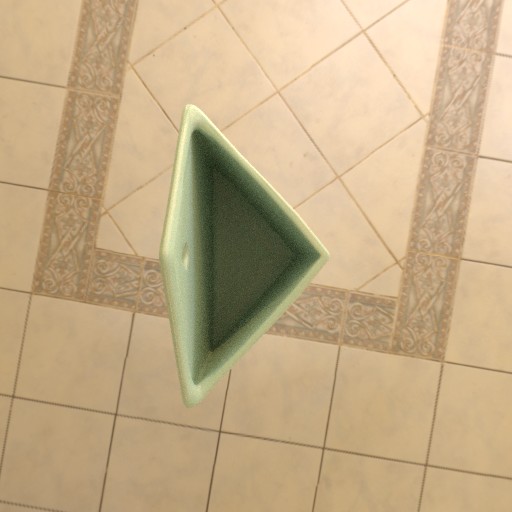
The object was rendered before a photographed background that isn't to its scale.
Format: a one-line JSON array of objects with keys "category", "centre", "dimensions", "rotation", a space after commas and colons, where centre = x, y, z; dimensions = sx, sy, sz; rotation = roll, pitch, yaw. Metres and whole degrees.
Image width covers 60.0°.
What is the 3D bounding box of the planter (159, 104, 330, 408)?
[{"category": "planter", "centre": [0.000, 0.000, 0.273], "dimensions": [0.079, 0.197, 0.164], "rotation": [0, 90, 0]}]
